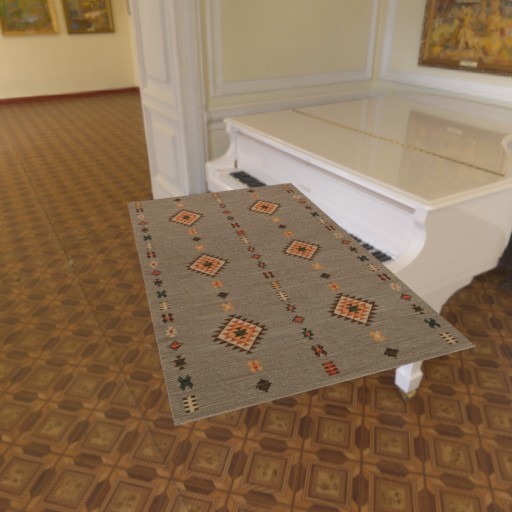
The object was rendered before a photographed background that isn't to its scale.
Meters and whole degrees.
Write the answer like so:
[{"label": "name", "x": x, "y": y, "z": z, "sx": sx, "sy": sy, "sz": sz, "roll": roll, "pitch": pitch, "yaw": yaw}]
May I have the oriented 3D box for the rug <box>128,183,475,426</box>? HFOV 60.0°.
[{"label": "rug", "x": 0.000, "y": 0.000, "z": 3.018, "sx": 1.515, "sy": 0.007, "sz": 2.427, "roll": -9, "pitch": 31, "yaw": -16}]
